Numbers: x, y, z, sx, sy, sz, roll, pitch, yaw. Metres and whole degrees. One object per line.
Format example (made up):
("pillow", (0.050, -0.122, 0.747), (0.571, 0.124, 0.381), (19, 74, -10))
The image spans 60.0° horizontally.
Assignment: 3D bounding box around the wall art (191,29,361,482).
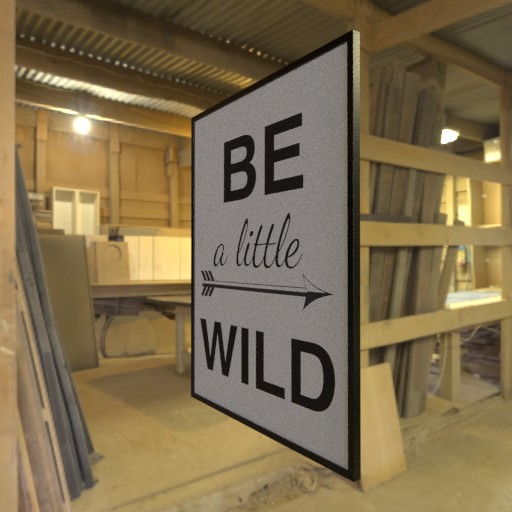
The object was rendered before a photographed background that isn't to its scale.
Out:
("wall art", (0.000, 0.000, 0.752), (0.013, 0.582, 0.442), (0, -1, -36))
